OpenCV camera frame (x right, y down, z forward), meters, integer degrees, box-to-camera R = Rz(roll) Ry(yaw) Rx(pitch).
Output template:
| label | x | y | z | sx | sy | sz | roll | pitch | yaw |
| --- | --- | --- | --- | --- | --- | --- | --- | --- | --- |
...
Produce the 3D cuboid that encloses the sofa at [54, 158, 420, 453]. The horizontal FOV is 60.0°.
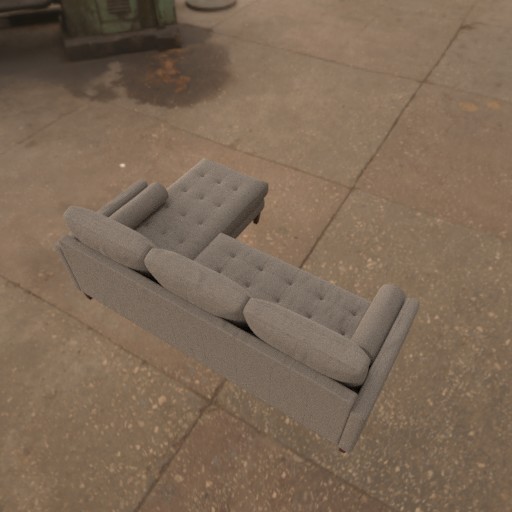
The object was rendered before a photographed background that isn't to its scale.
| label | x | y | z | sx | sy | sz | roll | pitch | yaw |
| --- | --- | --- | --- | --- | --- | --- | --- | --- | --- |
| sofa | 0.000 | 0.000 | 3.033 | 2.178 | 0.875 | 1.506 | 25 | 52 | 21 |
